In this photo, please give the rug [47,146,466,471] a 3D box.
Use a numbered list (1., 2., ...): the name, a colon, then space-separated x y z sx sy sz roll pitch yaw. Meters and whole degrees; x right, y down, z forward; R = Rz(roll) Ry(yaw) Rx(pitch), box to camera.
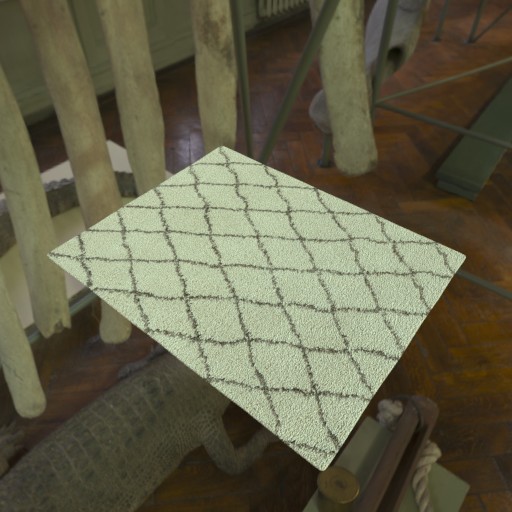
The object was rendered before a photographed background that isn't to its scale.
1. rug: 0.000 0.000 4.106 3.047 0.029 2.438 30 52 26
